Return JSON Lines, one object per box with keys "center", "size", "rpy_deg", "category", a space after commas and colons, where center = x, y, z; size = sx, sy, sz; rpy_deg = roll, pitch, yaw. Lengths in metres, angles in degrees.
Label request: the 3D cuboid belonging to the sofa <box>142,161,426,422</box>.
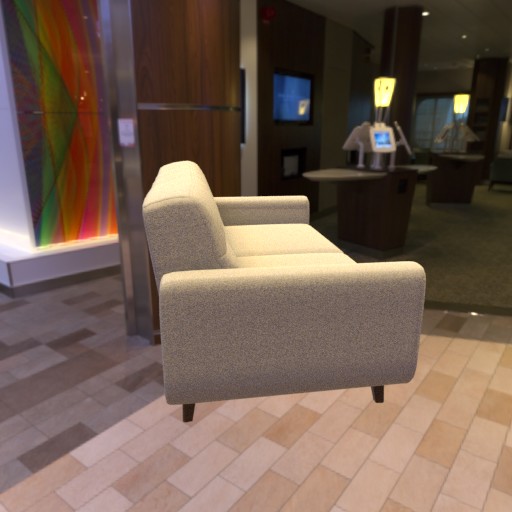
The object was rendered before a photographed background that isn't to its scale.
{"center": [0.000, 0.000, 2.291], "size": [0.980, 0.892, 1.655], "rpy_deg": [-3, 17, -9], "category": "sofa"}
